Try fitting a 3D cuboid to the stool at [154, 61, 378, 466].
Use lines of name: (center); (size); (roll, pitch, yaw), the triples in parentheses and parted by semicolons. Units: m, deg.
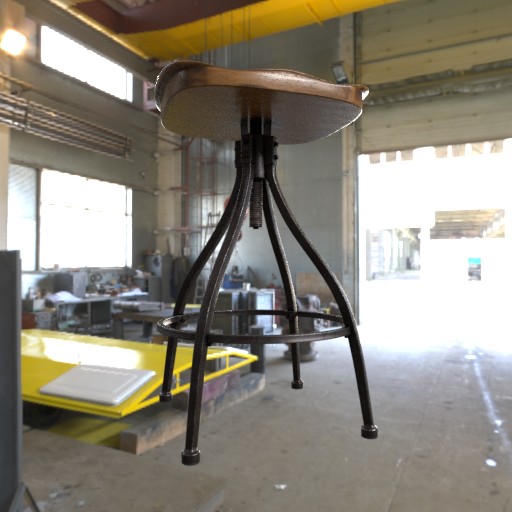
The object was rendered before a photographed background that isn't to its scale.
stool: (0.000, 0.000, 0.964); (0.432, 0.694, 0.424); (0, -1, -18)
